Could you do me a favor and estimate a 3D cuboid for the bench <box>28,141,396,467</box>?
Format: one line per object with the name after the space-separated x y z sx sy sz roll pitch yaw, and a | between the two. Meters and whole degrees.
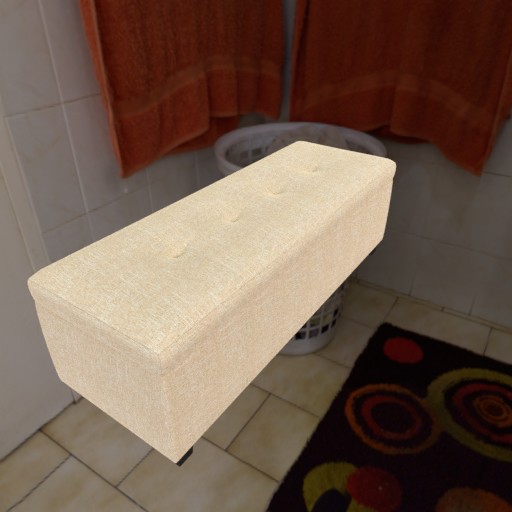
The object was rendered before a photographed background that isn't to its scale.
0.000 0.000 1.406 0.432 0.406 1.219 20 37 29 | bench
